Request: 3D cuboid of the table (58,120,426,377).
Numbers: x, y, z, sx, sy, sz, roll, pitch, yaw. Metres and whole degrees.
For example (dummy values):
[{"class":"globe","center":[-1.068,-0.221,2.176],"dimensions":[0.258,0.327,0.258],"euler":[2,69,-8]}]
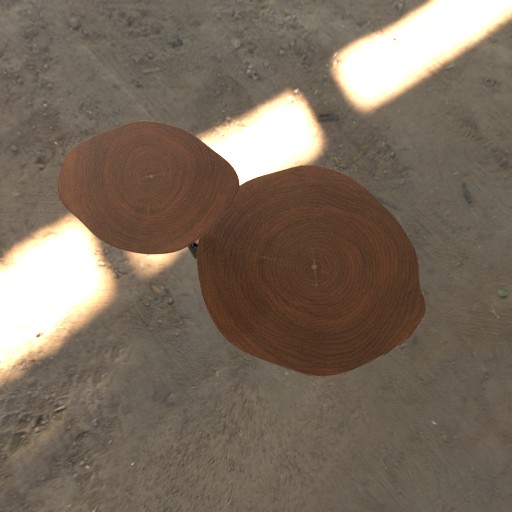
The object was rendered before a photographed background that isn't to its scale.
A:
[{"class":"table","center":[0.000,0.000,1.062],"dimensions":[0.759,0.538,0.442],"euler":[21,77,5]}]
